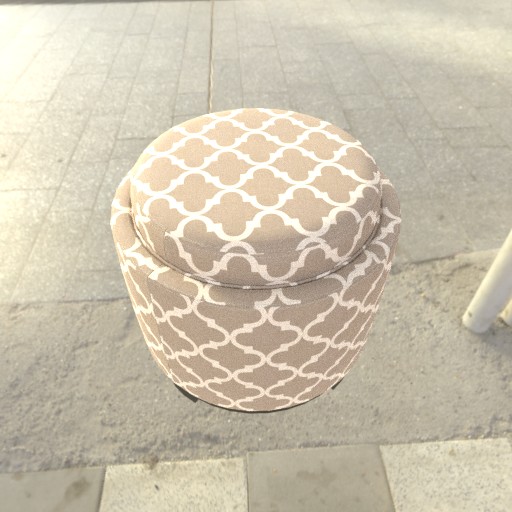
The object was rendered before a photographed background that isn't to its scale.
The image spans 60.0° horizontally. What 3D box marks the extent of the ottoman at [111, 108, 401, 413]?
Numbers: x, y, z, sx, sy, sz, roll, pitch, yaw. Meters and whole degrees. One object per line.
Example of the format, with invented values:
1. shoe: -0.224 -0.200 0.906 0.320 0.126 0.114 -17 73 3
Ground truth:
1. ottoman: 0.000 0.000 0.838 0.480 0.429 0.480 0 46 0
